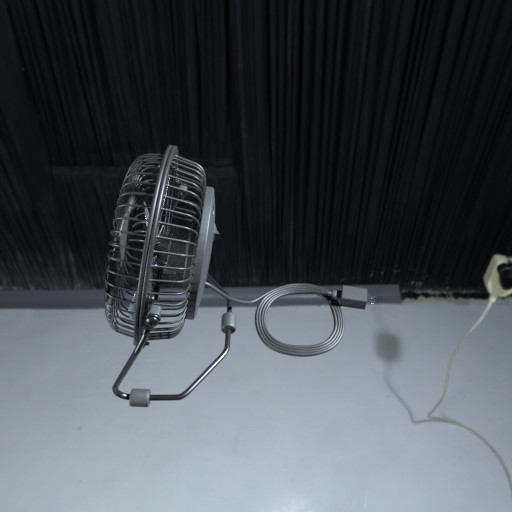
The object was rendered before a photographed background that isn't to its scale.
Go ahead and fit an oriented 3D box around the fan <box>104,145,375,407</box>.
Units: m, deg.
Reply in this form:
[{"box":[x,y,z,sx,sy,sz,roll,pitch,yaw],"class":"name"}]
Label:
[{"box":[0.000,0.000,0.309,0.202,0.152,0.153,0,40,0],"class":"fan"}]
